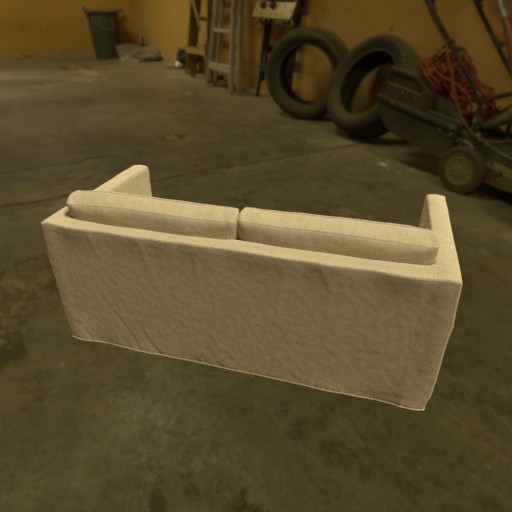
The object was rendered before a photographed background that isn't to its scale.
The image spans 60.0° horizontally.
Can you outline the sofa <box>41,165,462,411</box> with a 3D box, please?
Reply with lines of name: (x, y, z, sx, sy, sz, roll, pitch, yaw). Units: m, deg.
sofa: (0.000, 0.000, 2.451, 1.959, 0.835, 0.962, 8, 31, 14)
